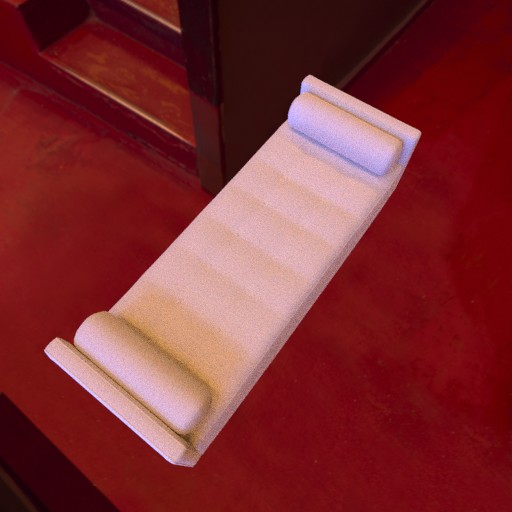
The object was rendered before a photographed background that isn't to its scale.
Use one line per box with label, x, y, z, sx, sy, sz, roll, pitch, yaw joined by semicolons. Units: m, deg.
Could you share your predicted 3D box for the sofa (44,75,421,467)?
sofa;0.000;0.000;2.340;0.746;0.641;1.985;34;68;15
